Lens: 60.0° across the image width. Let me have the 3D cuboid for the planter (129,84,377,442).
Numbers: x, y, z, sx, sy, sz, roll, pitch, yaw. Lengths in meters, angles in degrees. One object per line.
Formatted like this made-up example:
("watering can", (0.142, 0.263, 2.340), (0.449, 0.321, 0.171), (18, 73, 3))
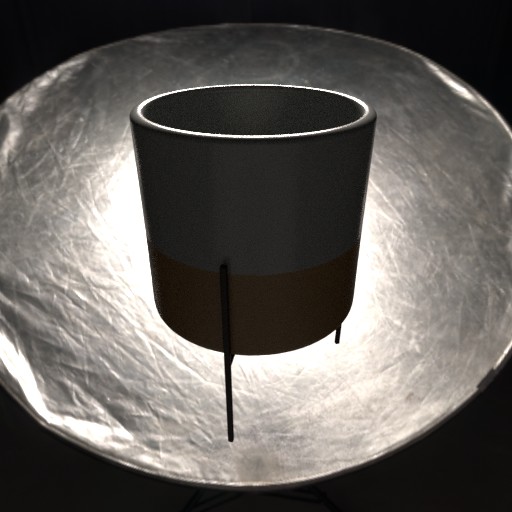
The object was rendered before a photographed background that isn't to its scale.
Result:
("planter", (0.000, 0.000, 0.657), (0.310, 0.432, 0.310), (-2, 31, -3))
